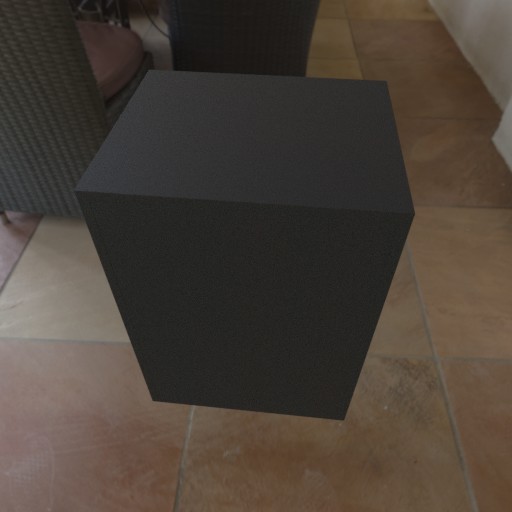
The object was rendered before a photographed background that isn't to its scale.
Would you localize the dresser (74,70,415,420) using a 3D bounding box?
[{"bbox_3d":[0.000,0.000,0.841,0.400,0.560,0.360,4,47,4],"label":"dresser"}]
